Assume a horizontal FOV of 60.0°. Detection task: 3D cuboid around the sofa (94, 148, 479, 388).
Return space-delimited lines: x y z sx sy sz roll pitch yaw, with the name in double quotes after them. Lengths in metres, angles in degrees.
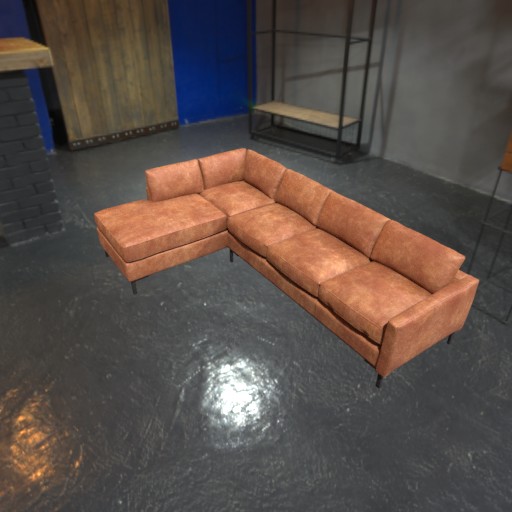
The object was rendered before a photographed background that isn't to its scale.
0.000 0.000 3.907 1.938 0.877 2.984 -20 38 -29 "sofa"
